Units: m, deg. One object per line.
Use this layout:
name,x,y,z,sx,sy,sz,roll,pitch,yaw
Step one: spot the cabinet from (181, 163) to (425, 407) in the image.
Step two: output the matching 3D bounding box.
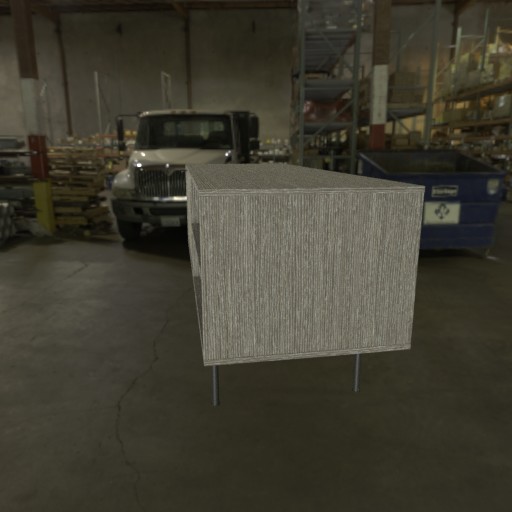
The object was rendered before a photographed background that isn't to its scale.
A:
cabinet,0.000,0.000,1.589,0.500,0.599,1.300,-2,14,-10
